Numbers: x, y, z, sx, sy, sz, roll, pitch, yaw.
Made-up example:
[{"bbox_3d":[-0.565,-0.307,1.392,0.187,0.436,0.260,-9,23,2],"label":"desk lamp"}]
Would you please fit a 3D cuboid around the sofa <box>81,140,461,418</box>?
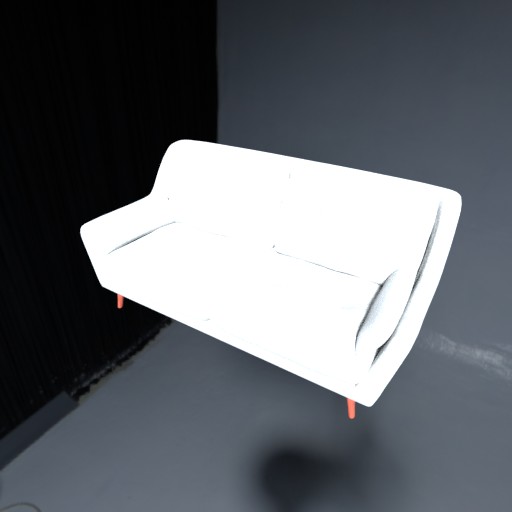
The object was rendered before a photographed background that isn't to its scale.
[{"bbox_3d":[0.000,0.000,2.475,1.930,0.897,0.976,18,34,29],"label":"sofa"}]
